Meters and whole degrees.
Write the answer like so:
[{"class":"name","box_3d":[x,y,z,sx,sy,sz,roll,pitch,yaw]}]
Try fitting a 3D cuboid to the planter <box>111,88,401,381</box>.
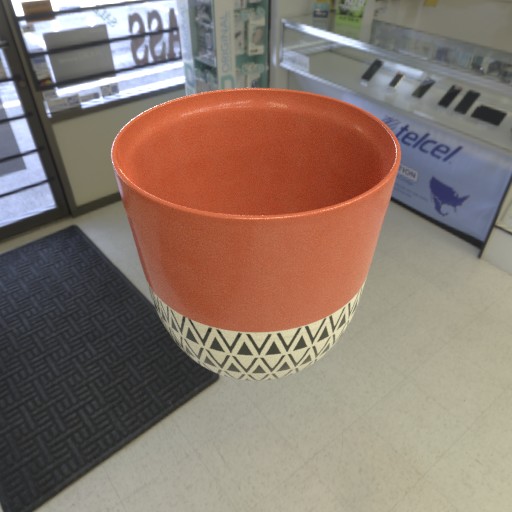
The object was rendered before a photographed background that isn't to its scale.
[{"class":"planter","box_3d":[0.000,0.000,0.374,0.195,0.214,0.195,0,40,0]}]
